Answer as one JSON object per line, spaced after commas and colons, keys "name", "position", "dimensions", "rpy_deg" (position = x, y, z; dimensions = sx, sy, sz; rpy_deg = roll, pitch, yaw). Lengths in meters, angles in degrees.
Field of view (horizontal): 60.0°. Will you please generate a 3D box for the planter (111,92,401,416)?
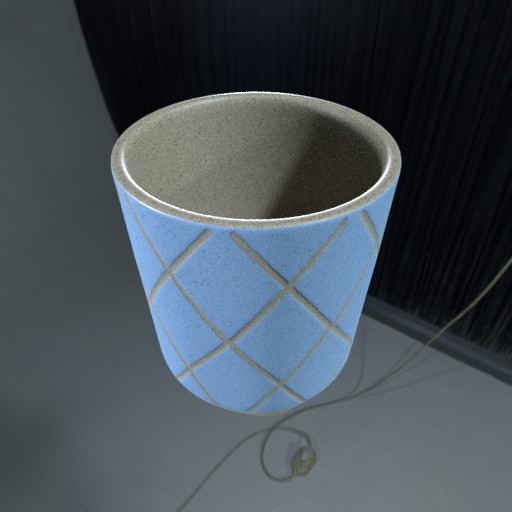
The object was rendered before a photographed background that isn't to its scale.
{"name": "planter", "position": [0.000, 0.000, 0.362], "dimensions": [0.191, 0.200, 0.191], "rpy_deg": [0, 40, 0]}
